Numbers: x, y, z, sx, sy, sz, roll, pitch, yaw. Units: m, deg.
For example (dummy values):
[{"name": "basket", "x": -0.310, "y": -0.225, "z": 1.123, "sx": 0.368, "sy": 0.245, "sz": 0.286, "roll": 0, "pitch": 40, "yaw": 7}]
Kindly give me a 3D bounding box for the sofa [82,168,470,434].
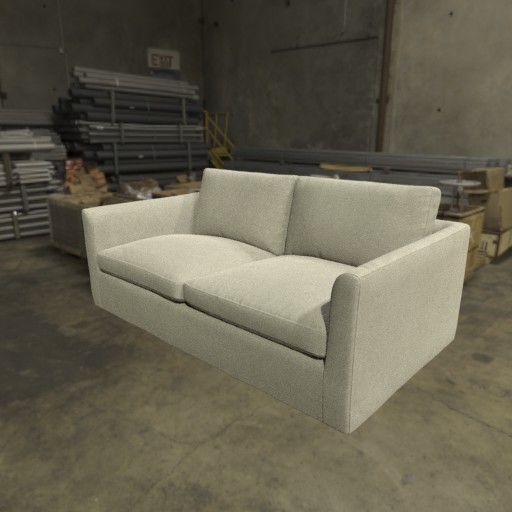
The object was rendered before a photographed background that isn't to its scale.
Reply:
[{"name": "sofa", "x": 0.000, "y": 0.000, "z": 2.478, "sx": 1.905, "sy": 0.839, "sz": 1.091, "roll": 14, "pitch": 21, "yaw": 41}]
